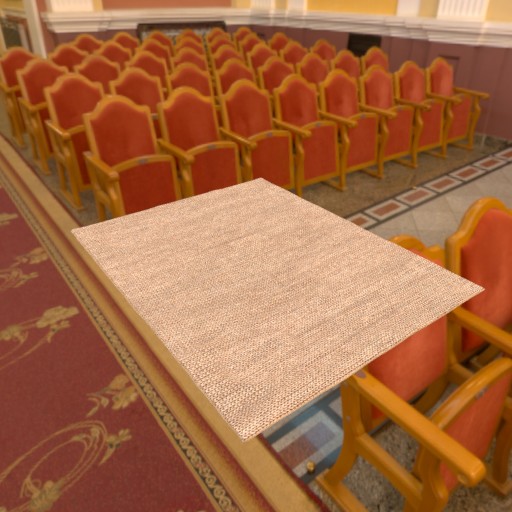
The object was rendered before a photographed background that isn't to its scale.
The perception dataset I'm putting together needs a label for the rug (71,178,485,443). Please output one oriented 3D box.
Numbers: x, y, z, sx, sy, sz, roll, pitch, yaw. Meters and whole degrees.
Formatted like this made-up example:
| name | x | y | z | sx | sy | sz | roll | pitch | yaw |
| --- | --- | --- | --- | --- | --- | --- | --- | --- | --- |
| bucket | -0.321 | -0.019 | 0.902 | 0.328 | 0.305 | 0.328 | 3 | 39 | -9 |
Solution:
| name | x | y | z | sx | sy | sz | roll | pitch | yaw |
| --- | --- | --- | --- | --- | --- | --- | --- | --- | --- |
| rug | 0.000 | 0.000 | 4.061 | 2.429 | 0.030 | 3.052 | -21 | 37 | -31 |
